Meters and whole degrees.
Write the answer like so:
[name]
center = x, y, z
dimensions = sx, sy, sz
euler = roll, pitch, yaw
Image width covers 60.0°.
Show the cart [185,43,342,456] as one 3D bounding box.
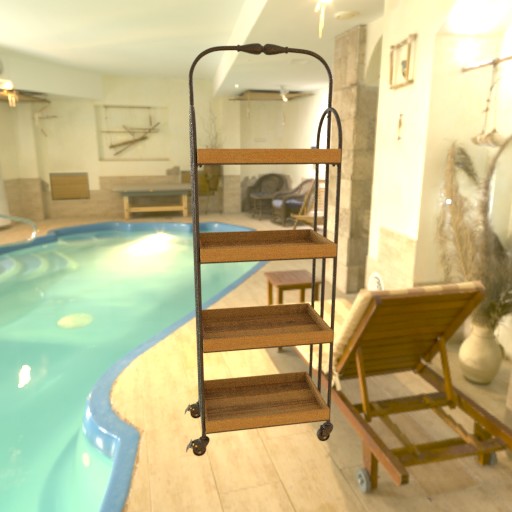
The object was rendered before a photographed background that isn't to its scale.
[cart]
center = 0.000, 0.000, 1.676
dimensions = 0.581, 1.481, 0.308
euler = -2, 14, -10
